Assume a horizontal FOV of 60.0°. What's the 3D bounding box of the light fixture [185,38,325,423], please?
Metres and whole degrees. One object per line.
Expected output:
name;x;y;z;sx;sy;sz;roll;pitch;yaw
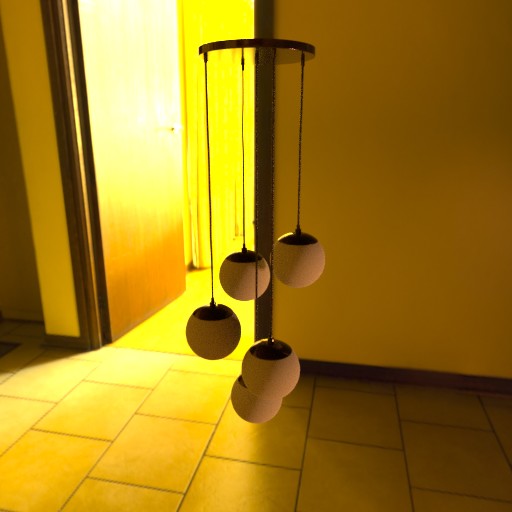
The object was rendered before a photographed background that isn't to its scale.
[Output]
light fixture;0.000;0.000;1.485;0.489;1.271;0.484;-2;16;-8
